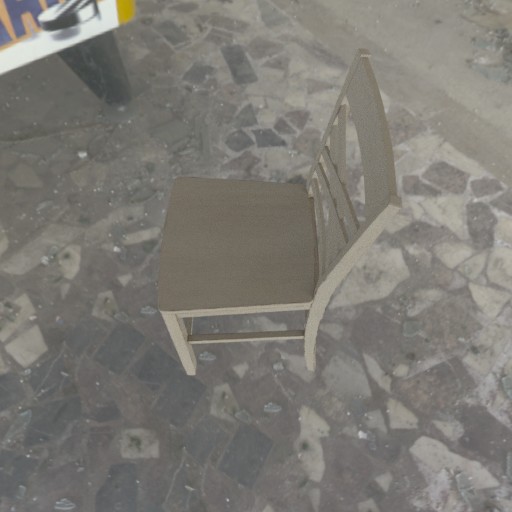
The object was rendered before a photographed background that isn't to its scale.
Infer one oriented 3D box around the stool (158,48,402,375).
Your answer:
[{"bbox_3d":[0.000,0.000,1.353,0.539,1.079,0.462,0,58,0],"label":"stool"}]
